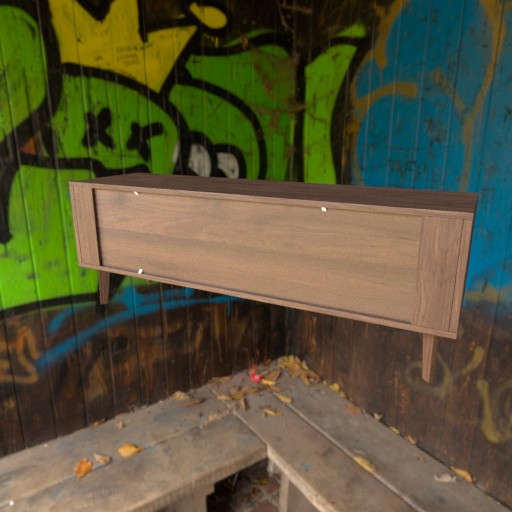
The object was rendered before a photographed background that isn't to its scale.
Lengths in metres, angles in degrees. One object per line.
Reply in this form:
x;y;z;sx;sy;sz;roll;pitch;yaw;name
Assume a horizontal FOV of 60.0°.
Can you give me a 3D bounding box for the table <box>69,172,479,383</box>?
0.000;0.000;1.624;1.397;0.508;0.405;8;18;26;table
